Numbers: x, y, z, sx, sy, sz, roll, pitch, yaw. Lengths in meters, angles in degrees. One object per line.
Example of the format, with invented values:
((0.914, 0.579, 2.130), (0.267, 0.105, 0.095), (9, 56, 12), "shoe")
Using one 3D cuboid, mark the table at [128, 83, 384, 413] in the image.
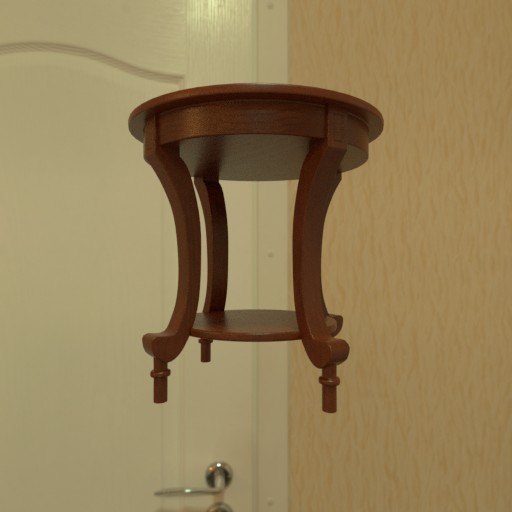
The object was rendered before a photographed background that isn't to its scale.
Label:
((0.000, 0.000, 1.078), (0.597, 0.612, 0.597), (0, 0, 0), "table")
